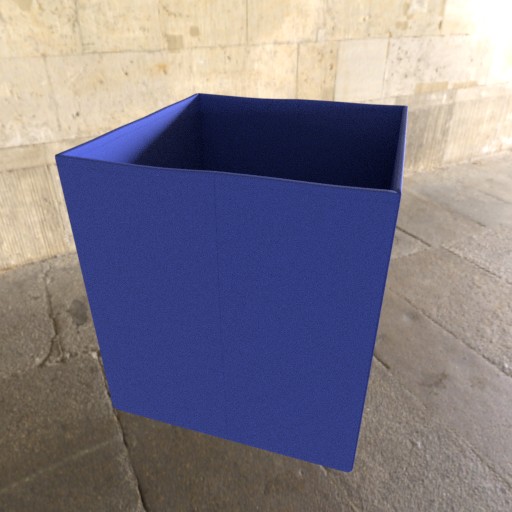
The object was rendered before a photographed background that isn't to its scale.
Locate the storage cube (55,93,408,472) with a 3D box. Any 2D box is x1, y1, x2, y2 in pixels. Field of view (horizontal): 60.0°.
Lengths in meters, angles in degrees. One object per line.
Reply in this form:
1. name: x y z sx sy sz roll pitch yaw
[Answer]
1. storage cube: 0.000 0.000 0.480 0.270 0.280 0.270 9 31 15
